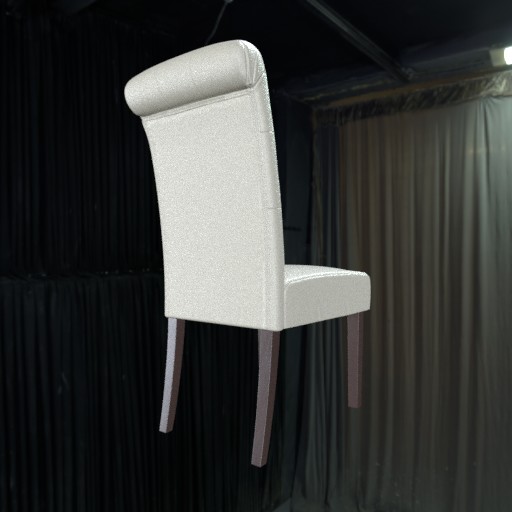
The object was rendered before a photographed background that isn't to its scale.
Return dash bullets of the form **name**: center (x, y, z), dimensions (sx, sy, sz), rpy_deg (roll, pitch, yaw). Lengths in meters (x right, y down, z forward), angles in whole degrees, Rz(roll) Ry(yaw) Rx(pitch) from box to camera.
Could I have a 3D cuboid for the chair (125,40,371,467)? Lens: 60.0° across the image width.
- **chair**: center (0.000, 0.000, 1.344), dimensions (0.456, 1.006, 0.671), rpy_deg (0, 1, 37)
